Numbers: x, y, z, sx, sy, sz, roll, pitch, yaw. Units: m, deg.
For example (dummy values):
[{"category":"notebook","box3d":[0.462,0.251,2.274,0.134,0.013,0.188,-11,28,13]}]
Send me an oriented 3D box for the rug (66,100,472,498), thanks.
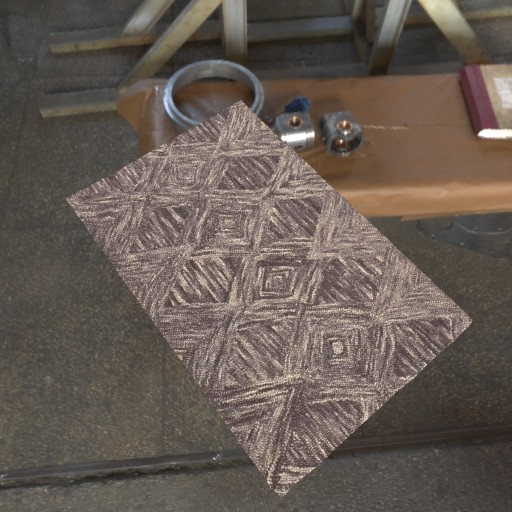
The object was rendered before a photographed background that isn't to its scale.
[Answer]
[{"category":"rug","box3d":[0.000,0.000,2.237,1.186,0.012,1.814,-35,68,-16]}]
